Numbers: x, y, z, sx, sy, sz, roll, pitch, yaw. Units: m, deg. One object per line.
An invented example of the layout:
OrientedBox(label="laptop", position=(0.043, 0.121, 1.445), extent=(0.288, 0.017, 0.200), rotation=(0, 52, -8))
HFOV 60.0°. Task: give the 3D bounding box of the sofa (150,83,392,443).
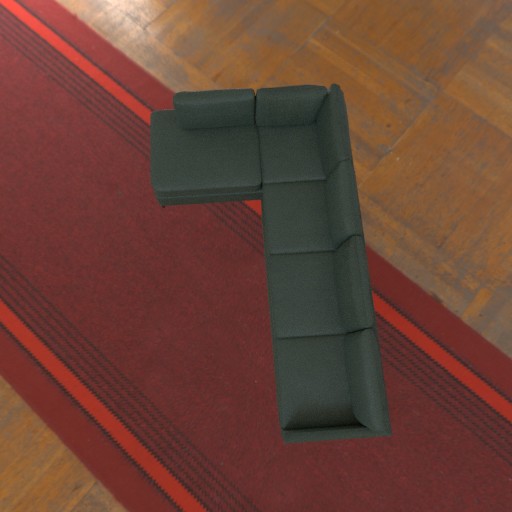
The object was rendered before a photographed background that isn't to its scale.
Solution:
OrientedBox(label="sofa", position=(0.000, 0.000, 4.347), extent=(2.048, 0.996, 3.384), rotation=(-4, 74, -1))
